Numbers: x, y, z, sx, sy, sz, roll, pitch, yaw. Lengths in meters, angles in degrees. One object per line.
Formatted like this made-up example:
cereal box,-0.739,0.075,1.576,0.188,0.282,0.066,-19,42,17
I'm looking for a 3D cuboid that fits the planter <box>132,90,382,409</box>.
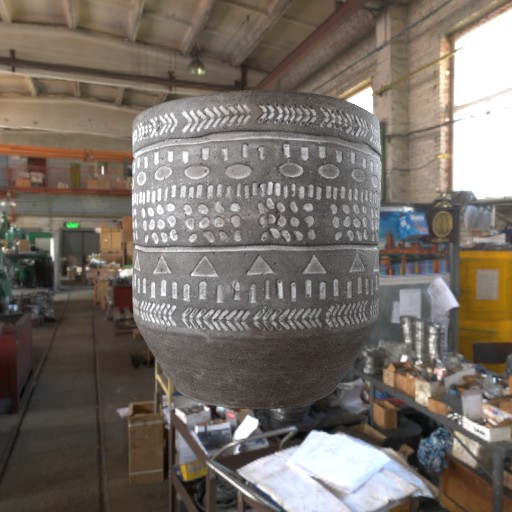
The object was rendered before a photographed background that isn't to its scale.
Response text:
planter,0.000,0.000,0.226,0.122,0.128,0.122,0,2,0
